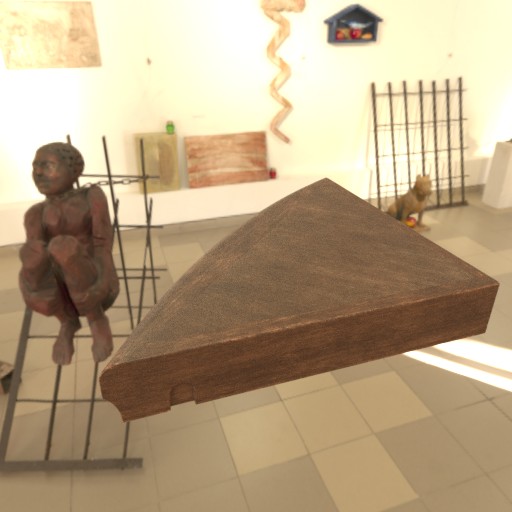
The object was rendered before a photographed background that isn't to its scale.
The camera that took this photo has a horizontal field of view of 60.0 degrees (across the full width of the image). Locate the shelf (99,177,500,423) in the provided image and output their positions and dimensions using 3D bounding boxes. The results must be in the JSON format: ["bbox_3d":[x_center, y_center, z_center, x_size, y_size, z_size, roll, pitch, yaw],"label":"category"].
[{"bbox_3d":[0.000,0.000,0.452,0.310,0.050,0.310,-9,29,-17],"label":"shelf"}]
